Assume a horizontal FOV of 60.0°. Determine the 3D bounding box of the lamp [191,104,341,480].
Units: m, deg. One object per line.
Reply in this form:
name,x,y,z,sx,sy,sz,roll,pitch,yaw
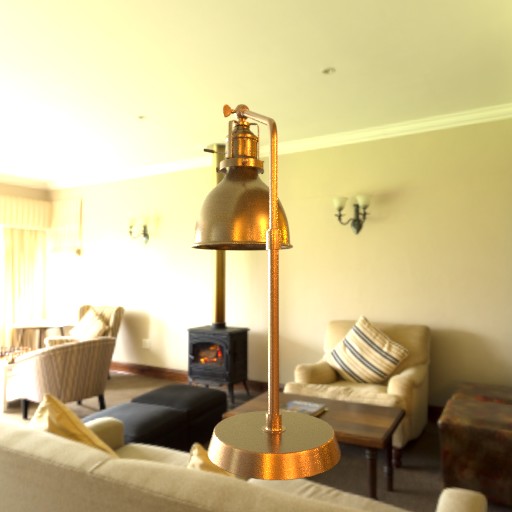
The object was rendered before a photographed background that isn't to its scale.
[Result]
lamp,0.000,0.000,0.587,0.153,0.456,0.286,1,-2,-18
